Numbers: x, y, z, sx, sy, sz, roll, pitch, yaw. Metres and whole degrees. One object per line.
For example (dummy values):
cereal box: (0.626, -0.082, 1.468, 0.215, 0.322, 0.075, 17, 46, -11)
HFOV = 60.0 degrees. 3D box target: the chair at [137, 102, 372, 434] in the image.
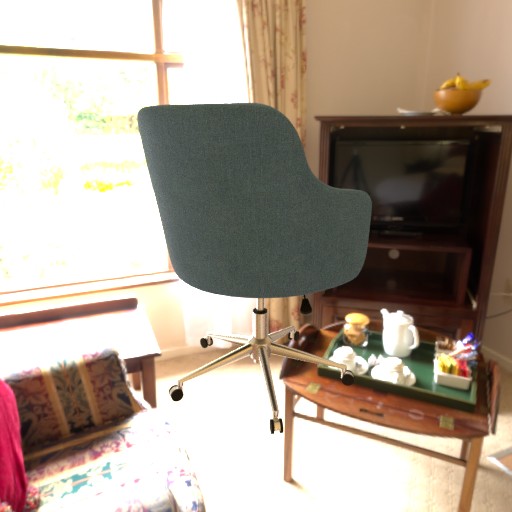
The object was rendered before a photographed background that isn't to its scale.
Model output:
chair: (0.000, 0.000, 1.297, 0.599, 0.820, 0.655, 8, 18, 27)
